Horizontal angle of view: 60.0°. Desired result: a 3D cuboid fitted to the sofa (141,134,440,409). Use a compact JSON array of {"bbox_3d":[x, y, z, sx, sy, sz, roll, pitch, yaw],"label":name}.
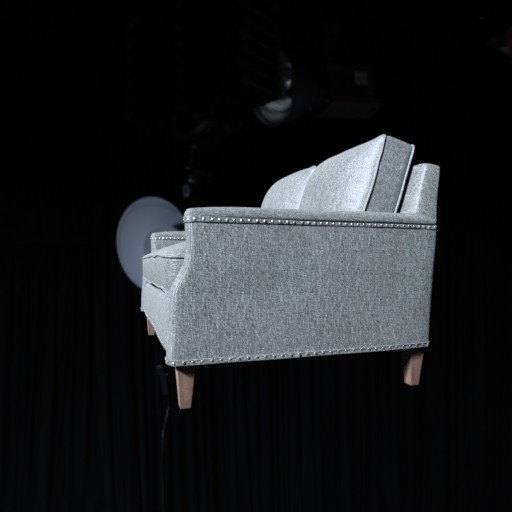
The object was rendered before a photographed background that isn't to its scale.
[{"bbox_3d":[0.000,0.000,2.301,1.084,1.003,1.597,0,0,-18],"label":"sofa"}]
